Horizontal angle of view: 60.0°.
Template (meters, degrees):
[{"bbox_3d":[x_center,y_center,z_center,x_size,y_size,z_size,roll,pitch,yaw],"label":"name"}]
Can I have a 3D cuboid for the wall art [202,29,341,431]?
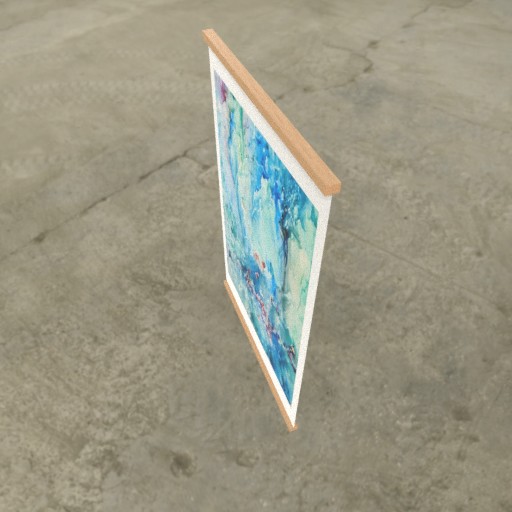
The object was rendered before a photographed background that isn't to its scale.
[{"bbox_3d":[0.000,0.000,0.773,0.016,0.611,0.401,-16,50,-14],"label":"wall art"}]
